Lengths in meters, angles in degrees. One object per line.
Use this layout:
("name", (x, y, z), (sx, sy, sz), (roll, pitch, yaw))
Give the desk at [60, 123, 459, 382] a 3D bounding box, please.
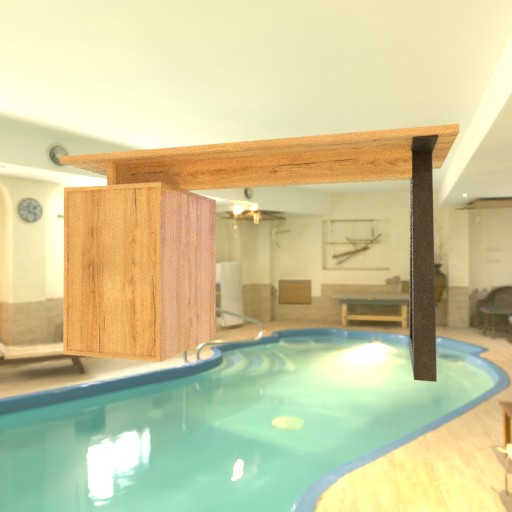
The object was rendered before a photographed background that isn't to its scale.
("desk", (0.000, 0.000, 1.747), (1.400, 0.760, 0.550), (0, 0, 17))
